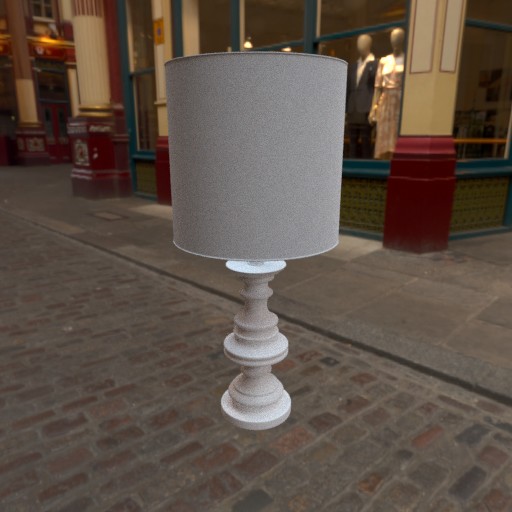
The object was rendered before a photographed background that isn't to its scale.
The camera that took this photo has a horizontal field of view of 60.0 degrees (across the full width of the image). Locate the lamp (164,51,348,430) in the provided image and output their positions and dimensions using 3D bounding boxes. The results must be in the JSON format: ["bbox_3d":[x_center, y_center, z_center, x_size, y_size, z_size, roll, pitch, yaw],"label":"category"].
[{"bbox_3d":[0.000,0.000,0.575,0.208,0.455,0.208,15,22,42],"label":"lamp"}]
